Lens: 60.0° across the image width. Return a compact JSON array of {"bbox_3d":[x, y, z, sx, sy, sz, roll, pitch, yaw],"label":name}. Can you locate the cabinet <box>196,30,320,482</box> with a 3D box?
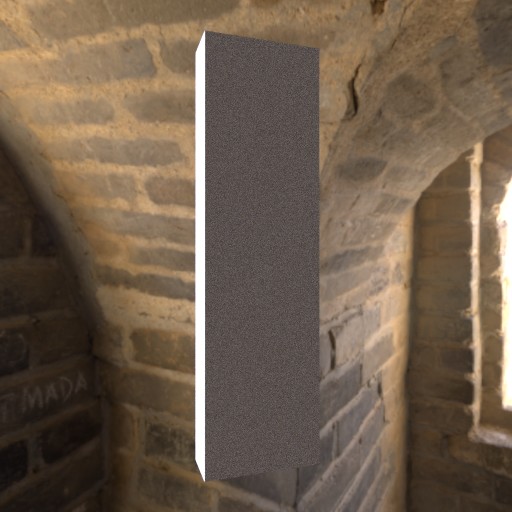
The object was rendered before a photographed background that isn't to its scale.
[{"bbox_3d":[0.000,0.000,1.943,0.500,1.790,0.230,0,0,-18],"label":"cabinet"}]
